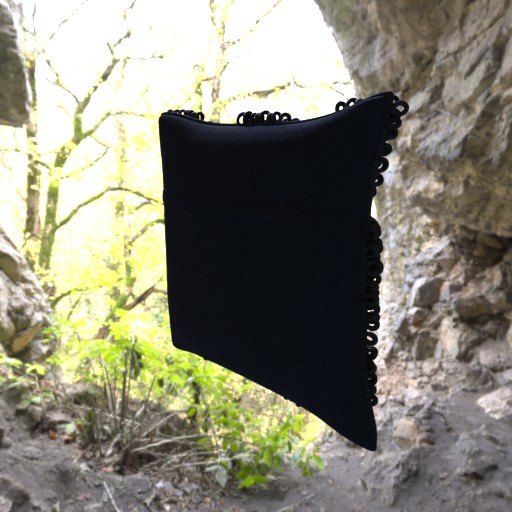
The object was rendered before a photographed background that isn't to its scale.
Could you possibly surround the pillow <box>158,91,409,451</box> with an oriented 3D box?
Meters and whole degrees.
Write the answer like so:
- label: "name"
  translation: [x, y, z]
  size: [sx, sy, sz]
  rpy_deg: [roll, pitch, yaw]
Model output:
- label: "pillow"
  translation: [0.000, 0.000, 0.708]
  size: [0.469, 0.466, 0.172]
  rpy_deg: [14, 20, 42]
